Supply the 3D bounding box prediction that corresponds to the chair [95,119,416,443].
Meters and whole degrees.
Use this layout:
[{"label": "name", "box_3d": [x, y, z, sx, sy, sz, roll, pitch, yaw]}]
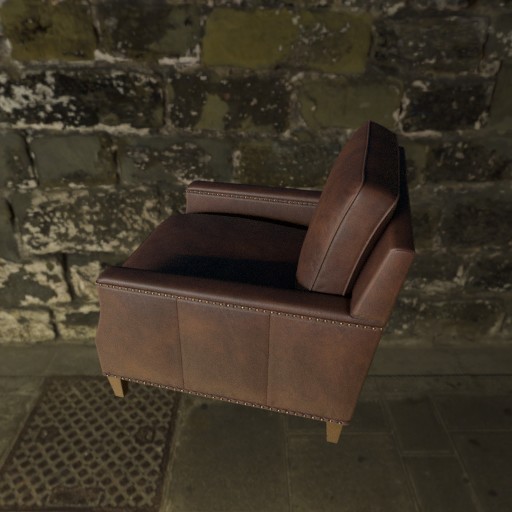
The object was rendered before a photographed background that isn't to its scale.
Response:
[{"label": "chair", "box_3d": [0.000, 0.000, 1.701, 1.014, 0.929, 0.853, 8, 32, 12]}]
